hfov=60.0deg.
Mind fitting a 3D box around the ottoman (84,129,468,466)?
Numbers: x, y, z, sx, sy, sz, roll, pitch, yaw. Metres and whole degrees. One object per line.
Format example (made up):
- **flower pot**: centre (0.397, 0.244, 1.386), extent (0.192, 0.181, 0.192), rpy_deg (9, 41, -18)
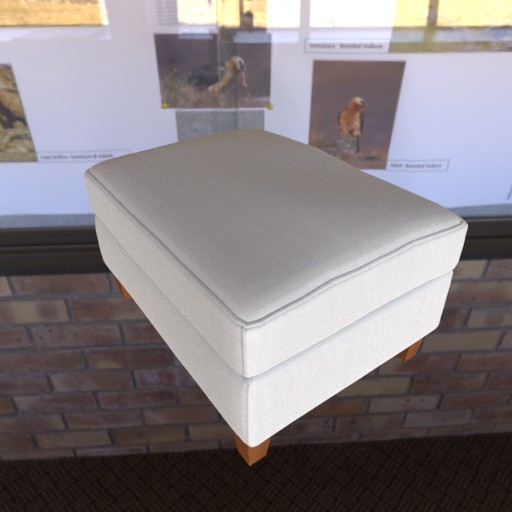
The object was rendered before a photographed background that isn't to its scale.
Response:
- **ottoman**: centre (0.000, 0.000, 1.211), extent (0.634, 0.496, 0.818), rpy_deg (-22, 39, -29)
